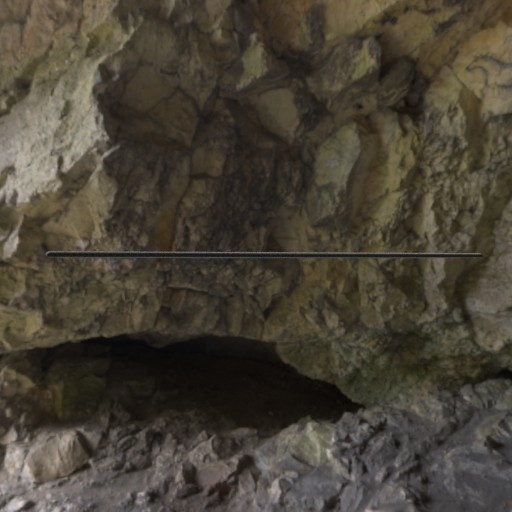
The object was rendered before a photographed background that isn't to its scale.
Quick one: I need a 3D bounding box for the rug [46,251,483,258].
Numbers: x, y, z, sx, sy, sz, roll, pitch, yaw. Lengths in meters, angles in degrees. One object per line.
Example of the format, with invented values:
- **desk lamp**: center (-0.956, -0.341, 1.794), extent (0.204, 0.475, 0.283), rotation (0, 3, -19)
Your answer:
- **rug**: center (0.000, 0.000, 3.044), extent (2.450, 0.027, 1.540), rotation (0, 0, -18)
